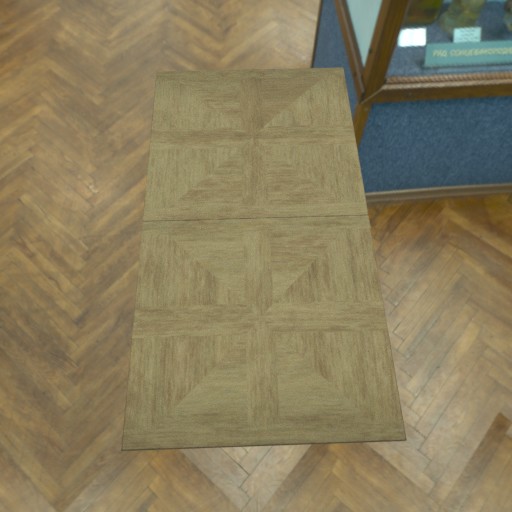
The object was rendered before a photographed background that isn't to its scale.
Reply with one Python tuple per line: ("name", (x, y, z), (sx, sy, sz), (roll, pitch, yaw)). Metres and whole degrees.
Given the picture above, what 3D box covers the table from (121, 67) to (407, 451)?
("table", (0.000, 0.000, 2.336), (1.016, 0.768, 1.881), (-2, 64, -1))
